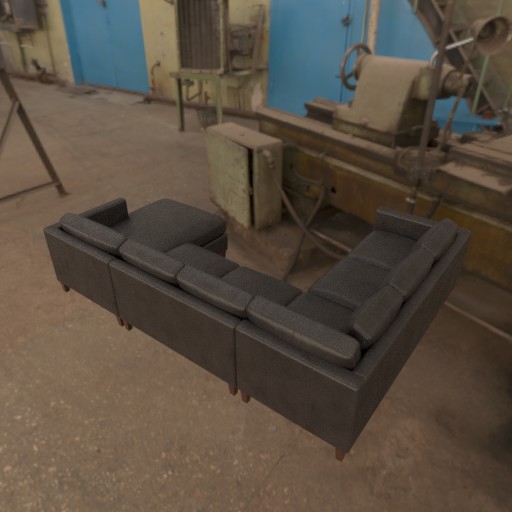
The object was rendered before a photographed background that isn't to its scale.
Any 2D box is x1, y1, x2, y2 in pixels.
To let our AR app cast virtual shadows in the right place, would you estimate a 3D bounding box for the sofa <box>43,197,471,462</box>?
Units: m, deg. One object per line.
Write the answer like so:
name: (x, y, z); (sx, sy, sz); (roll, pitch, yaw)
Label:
sofa: (0.000, 0.000, 4.400); (3.324, 0.891, 2.452); (22, 38, 31)
